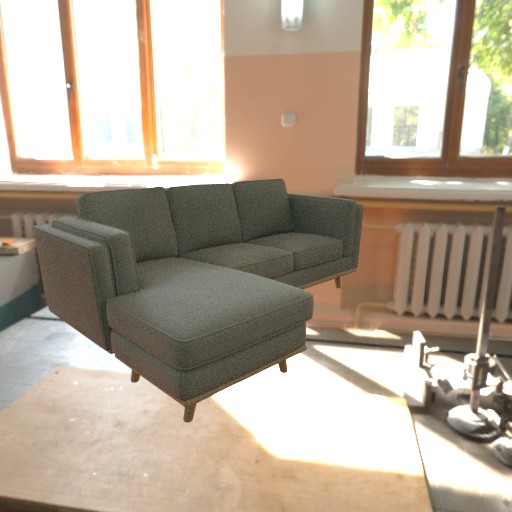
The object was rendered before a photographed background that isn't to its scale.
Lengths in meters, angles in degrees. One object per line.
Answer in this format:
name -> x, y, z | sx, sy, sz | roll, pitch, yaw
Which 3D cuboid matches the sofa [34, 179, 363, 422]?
sofa -> 0.000, 0.000, 3.087 | 2.411, 0.929, 1.604 | -13, 19, -42
